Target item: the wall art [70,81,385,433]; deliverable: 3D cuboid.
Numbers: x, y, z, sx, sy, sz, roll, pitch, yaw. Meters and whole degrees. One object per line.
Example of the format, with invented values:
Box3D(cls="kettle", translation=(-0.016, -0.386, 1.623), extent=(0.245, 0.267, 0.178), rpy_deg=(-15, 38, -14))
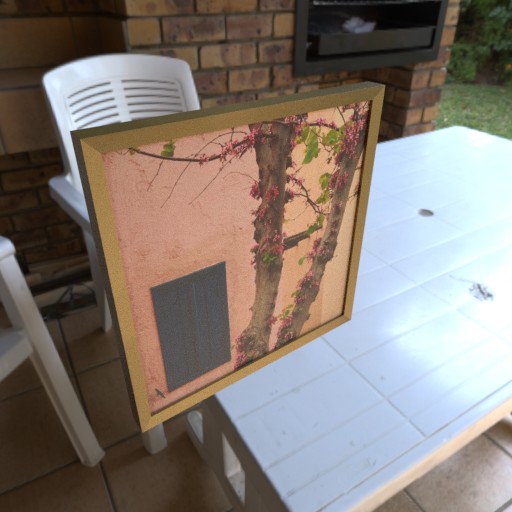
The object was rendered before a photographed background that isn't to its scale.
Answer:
Box3D(cls="wall art", translation=(0.000, 0.000, 0.763), extent=(0.507, 0.508, 0.038), rpy_deg=(-21, 38, -30))
